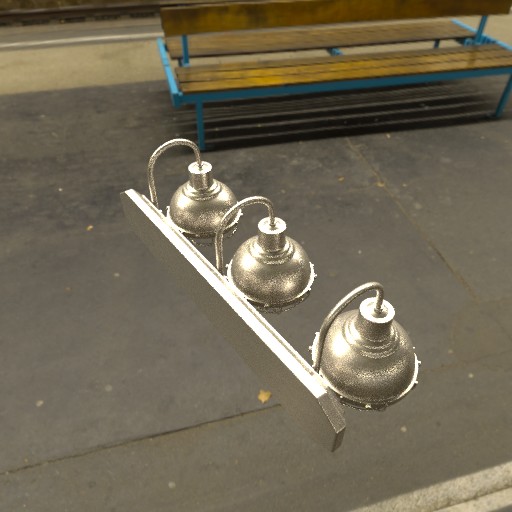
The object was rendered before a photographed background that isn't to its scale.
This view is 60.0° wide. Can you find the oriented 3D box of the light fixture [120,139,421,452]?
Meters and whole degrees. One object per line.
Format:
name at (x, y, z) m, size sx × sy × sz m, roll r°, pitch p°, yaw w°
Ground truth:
light fixture at (0.000, 0.000, 0.773) m, size 0.229 × 0.254 × 0.634 m, roll -26°, pitch 48°, yaw -26°
